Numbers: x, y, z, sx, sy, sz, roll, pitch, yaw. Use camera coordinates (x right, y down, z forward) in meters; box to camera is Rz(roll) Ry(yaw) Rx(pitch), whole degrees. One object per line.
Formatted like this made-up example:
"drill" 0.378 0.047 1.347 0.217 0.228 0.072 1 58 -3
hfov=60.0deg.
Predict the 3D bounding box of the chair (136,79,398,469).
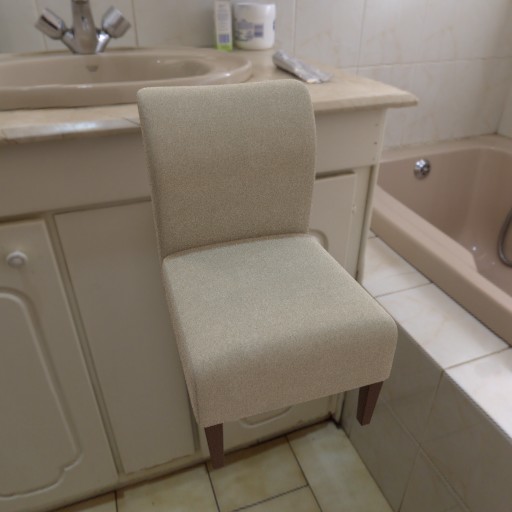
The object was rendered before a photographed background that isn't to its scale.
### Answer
"chair" 0.000 0.000 1.287 0.521 0.833 0.754 -9 33 -15
